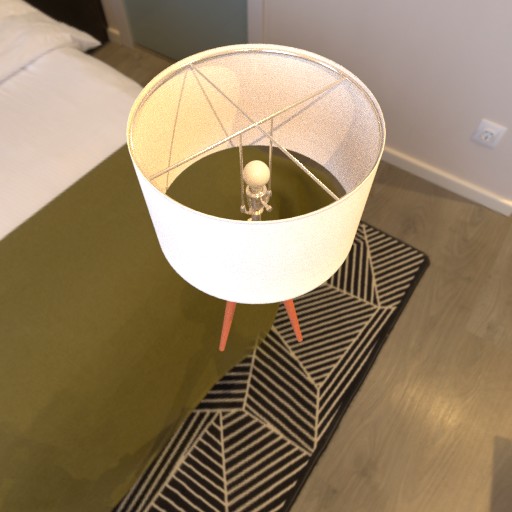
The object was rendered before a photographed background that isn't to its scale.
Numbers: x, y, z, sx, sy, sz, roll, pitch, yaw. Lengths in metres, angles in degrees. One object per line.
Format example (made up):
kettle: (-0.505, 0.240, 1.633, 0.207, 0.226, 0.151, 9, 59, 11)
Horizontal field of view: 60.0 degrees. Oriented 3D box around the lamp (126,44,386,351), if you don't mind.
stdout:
lamp: (0.000, 0.000, 0.913, 0.355, 0.709, 0.354, 3, 58, 2)
